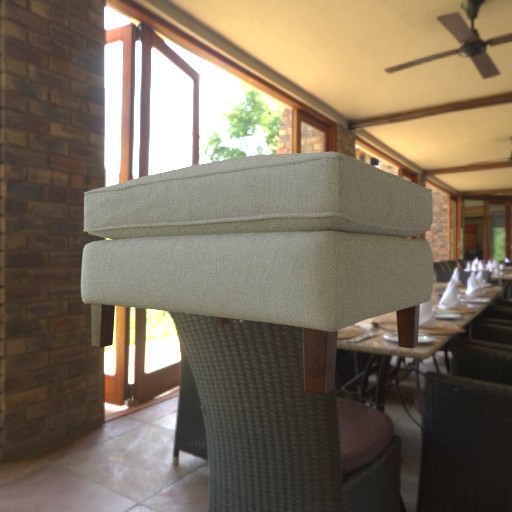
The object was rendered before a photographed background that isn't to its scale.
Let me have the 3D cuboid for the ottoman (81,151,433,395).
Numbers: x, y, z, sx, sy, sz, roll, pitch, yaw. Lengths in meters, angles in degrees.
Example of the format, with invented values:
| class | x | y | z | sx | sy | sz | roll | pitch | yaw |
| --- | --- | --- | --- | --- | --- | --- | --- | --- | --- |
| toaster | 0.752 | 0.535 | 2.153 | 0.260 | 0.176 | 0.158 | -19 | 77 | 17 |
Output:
| class | x | y | z | sx | sy | sz | roll | pitch | yaw |
| --- | --- | --- | --- | --- | --- | --- | --- | --- | --- |
| ottoman | 0.000 | 0.000 | 0.991 | 0.665 | 0.406 | 0.501 | 0 | 0 | 37 |
